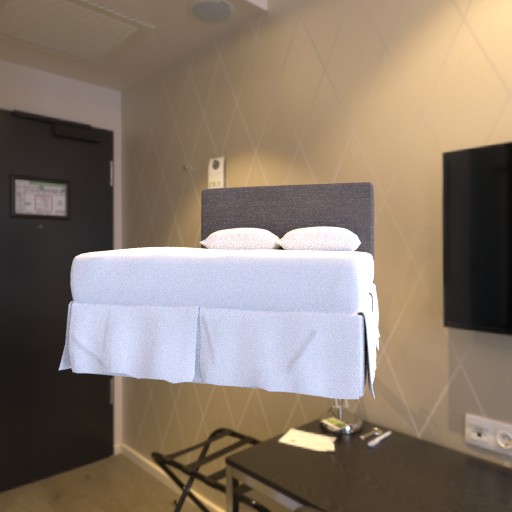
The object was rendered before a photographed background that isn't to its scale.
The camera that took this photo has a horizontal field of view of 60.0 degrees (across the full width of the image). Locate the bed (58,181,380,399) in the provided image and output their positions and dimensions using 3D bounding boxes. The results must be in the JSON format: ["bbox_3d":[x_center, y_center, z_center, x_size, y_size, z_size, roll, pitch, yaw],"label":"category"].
[{"bbox_3d":[0.000,0.000,3.218,1.723,1.330,2.142,0,0,16],"label":"bed"}]
